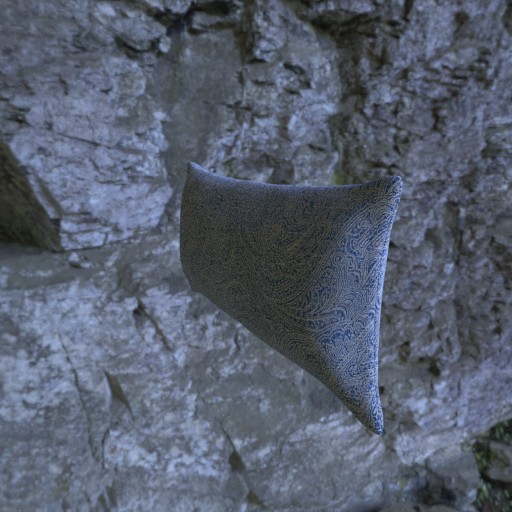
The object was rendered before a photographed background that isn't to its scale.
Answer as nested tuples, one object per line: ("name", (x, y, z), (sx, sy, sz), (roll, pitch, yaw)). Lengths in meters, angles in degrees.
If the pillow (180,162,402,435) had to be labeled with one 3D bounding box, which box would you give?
("pillow", (0.000, 0.000, 0.738), (0.151, 0.295, 0.615), (-7, 15, -27))
